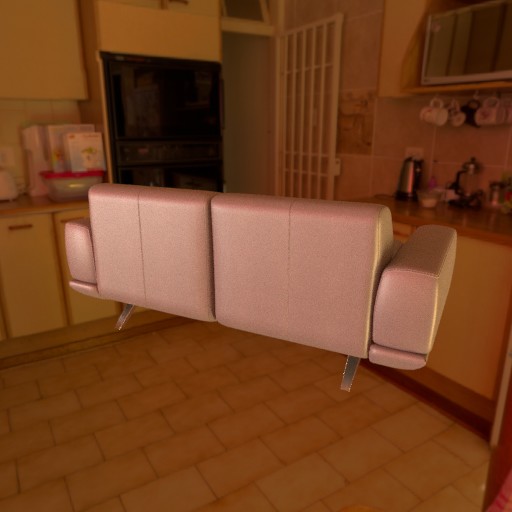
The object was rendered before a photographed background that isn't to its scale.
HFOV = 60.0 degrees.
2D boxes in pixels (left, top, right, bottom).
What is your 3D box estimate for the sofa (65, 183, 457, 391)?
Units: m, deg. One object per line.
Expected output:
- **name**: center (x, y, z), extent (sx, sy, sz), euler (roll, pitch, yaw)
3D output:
- **sofa**: center (0.000, 0.000, 2.366), extent (1.901, 0.772, 0.900), euler (8, 18, 26)
